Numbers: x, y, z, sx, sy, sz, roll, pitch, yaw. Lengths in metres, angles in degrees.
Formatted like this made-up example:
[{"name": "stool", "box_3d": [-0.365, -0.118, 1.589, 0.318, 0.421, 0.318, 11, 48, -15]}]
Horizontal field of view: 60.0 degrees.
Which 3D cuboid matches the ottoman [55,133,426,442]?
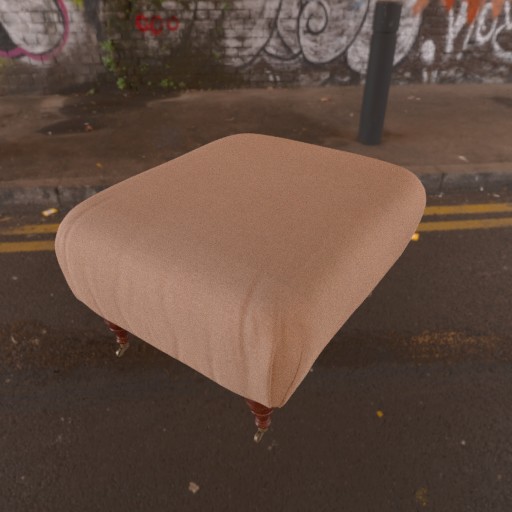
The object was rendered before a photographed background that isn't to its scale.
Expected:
[{"name": "ottoman", "box_3d": [0.000, 0.000, 1.138, 0.639, 0.450, 0.746, 21, 39, 28]}]
